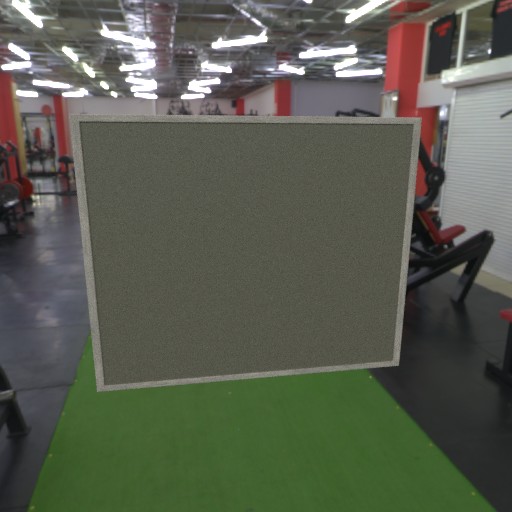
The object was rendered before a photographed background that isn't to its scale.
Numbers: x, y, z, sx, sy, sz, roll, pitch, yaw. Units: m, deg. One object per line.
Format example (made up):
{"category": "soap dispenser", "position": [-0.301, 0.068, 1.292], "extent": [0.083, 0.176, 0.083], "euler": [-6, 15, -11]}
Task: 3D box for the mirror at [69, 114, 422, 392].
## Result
{"category": "mirror", "position": [0.000, 0.000, 1.141], "extent": [0.839, 0.689, 0.028], "euler": [-2, 15, -9]}
